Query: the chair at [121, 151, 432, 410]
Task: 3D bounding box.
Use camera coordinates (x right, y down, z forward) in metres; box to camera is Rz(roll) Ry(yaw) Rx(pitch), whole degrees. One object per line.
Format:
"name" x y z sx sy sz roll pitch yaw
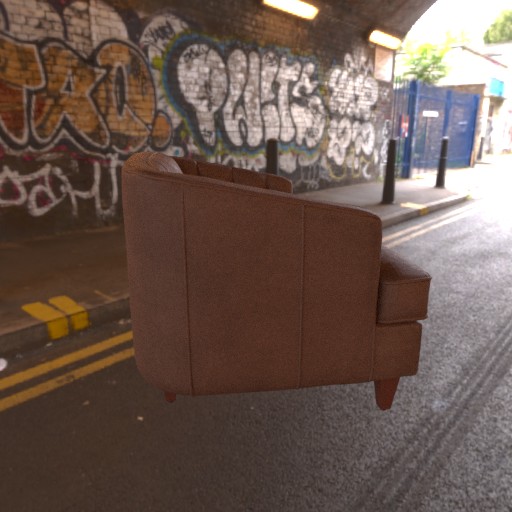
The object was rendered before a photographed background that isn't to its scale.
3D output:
"chair" 0.000 0.000 1.725 0.914 0.787 1.118 -3 15 -9
